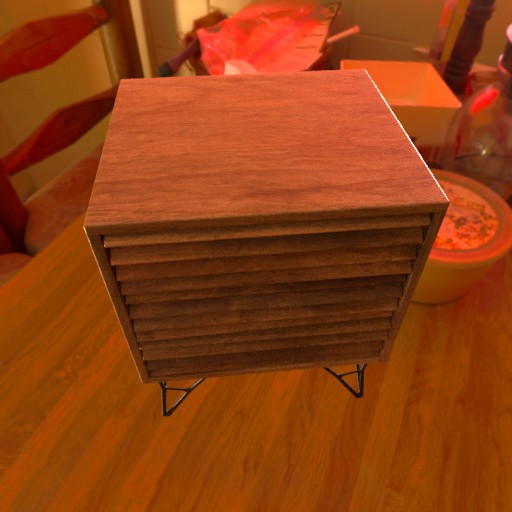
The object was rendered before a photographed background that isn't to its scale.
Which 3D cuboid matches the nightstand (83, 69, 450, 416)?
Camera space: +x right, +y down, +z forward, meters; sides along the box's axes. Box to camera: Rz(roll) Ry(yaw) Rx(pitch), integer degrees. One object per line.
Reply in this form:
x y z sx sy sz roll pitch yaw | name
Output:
0.000 0.000 0.884 0.457 0.559 0.406 -4 46 -4 | nightstand
